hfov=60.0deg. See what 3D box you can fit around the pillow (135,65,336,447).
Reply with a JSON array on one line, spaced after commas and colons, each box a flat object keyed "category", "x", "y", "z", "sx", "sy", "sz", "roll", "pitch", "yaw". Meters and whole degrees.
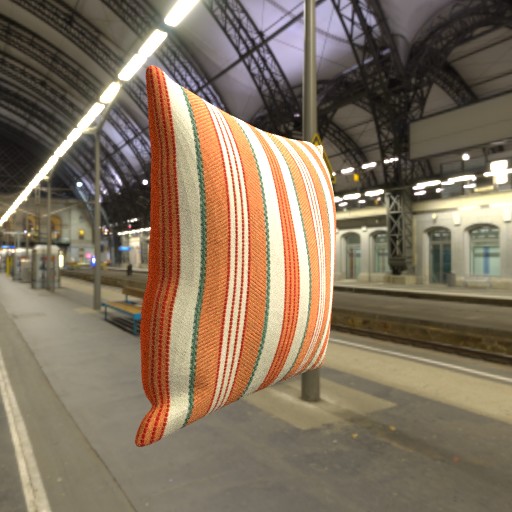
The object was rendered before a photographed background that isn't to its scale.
[{"category": "pillow", "x": 0.000, "y": 0.000, "z": 0.677, "sx": 0.182, "sy": 0.441, "sz": 0.440, "roll": 0, "pitch": 0, "yaw": 36}]
